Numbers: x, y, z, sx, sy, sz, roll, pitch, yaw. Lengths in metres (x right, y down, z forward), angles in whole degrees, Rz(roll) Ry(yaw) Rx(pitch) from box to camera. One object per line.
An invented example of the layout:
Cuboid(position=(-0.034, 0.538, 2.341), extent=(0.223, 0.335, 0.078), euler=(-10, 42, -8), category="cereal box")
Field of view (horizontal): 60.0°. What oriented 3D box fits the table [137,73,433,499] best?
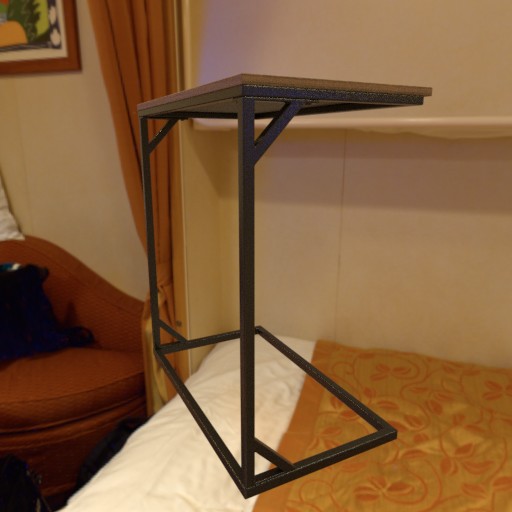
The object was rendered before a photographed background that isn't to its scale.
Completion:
Cuboid(position=(0.000, 0.000, 0.997), extent=(0.351, 0.673, 0.597), euler=(-7, 16, -26), category="table")
